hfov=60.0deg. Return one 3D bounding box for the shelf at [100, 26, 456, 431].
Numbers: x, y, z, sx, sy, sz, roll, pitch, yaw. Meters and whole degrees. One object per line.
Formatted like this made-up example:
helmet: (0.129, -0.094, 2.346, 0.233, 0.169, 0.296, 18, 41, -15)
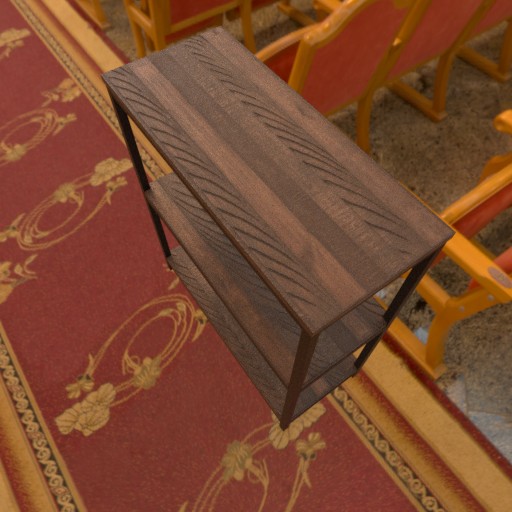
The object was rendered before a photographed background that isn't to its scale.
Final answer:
shelf: (0.000, 0.000, 1.371, 0.352, 0.947, 0.822, -31, 64, -17)
